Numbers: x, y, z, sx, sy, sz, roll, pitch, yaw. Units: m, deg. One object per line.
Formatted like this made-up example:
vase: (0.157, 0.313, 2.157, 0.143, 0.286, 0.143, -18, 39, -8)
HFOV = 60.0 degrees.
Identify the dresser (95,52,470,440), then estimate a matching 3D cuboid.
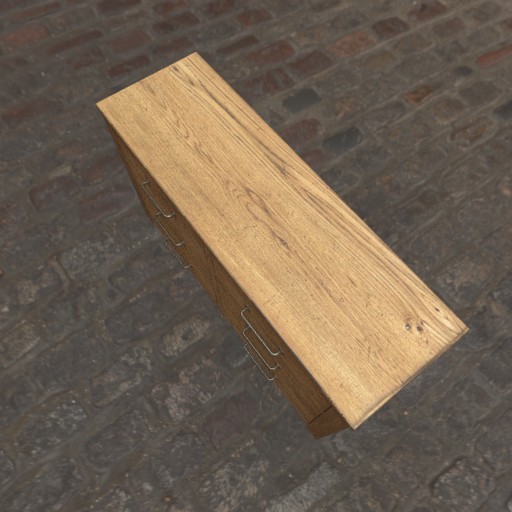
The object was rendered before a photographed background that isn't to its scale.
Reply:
dresser: (0.000, 0.000, 2.122, 0.563, 0.932, 1.657, -34, 69, -15)
